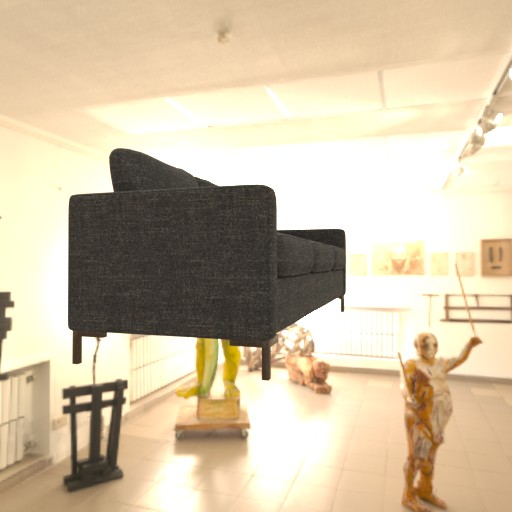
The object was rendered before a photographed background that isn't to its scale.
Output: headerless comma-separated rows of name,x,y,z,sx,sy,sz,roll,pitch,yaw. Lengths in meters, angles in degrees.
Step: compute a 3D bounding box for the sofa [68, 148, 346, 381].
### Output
sofa,0.000,0.000,2.658,0.859,0.874,2.218,0,-1,18
